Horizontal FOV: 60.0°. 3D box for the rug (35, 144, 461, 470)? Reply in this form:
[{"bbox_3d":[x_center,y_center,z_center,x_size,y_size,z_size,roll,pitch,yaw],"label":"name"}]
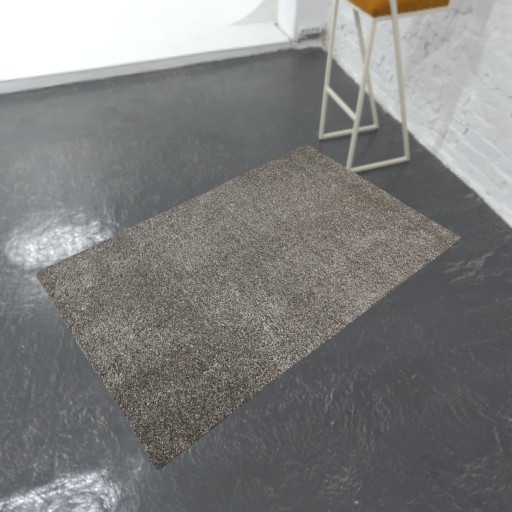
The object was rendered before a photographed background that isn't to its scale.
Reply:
[{"bbox_3d":[0.000,0.000,2.879,2.352,0.025,1.501,-30,53,-26],"label":"rug"}]
